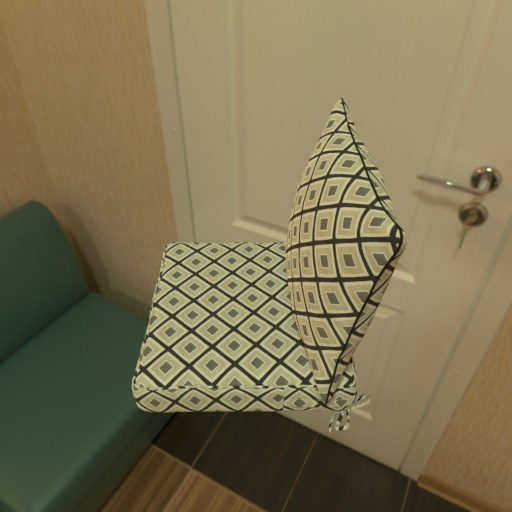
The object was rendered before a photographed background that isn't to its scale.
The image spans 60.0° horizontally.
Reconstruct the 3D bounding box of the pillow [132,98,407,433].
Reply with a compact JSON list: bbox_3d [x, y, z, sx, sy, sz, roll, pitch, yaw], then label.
[{"bbox_3d":[0.000,0.000,1.376,0.733,0.722,0.798,0,40,0],"label":"pillow"}]
